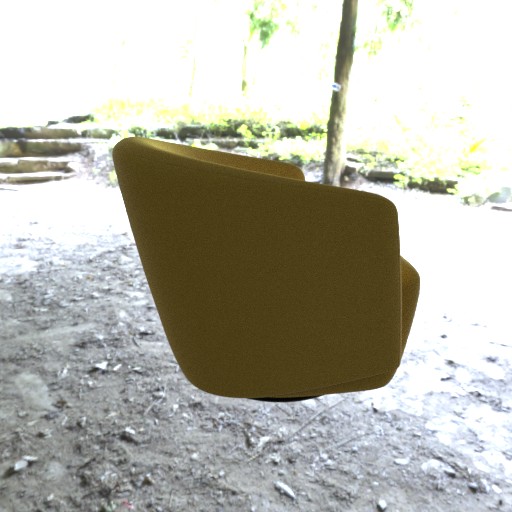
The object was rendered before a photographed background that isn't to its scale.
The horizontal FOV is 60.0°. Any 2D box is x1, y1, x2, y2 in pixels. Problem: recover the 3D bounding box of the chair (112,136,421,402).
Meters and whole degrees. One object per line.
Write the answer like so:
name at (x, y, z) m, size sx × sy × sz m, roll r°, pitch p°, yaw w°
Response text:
chair at (0.000, 0.000, 1.336) m, size 0.767 × 0.698 × 0.773 m, roll -3°, pitch 17°, yaw -10°
